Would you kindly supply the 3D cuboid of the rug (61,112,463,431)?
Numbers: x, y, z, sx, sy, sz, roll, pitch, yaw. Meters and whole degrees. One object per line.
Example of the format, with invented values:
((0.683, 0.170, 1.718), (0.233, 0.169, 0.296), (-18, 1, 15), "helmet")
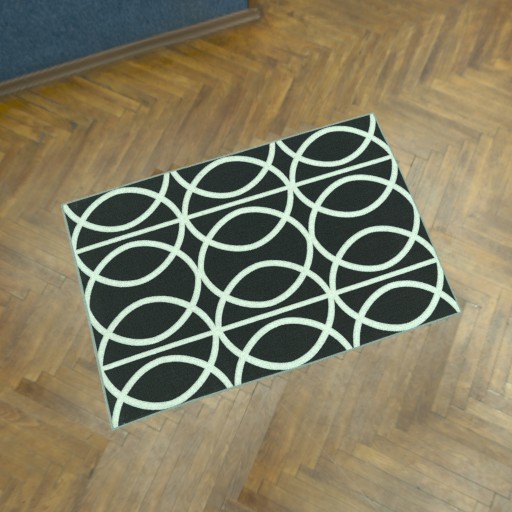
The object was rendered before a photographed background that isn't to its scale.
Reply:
((0.000, 0.000, 2.907), (2.290, 0.014, 1.526), (-17, 76, -5), "rug")
